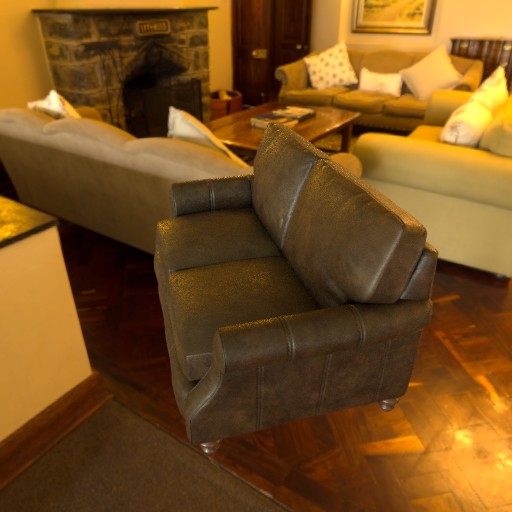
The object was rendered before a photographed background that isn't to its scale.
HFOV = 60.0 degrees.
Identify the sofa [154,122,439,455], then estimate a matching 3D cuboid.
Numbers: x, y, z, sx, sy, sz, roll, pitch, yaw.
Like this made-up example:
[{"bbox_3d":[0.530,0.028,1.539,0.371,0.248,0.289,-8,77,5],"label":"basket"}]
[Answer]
[{"bbox_3d":[0.000,0.000,2.221,0.990,0.976,1.616,-8,31,-14],"label":"sofa"}]
